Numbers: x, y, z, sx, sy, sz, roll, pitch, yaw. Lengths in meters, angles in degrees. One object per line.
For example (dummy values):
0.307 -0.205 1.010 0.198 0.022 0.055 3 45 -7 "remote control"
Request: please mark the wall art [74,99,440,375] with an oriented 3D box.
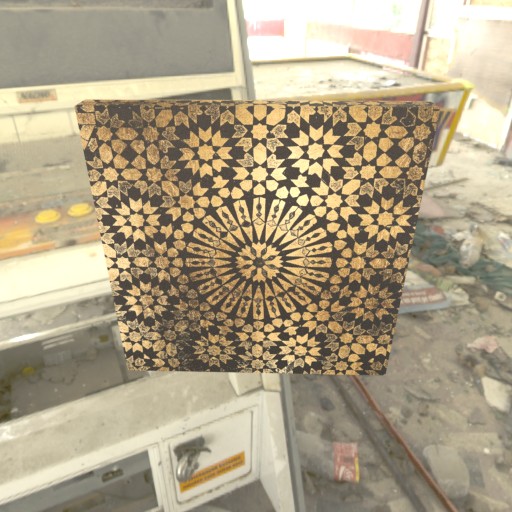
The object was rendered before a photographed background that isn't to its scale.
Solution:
0.000 0.000 0.608 0.405 0.405 0.038 1 31 1 "wall art"
